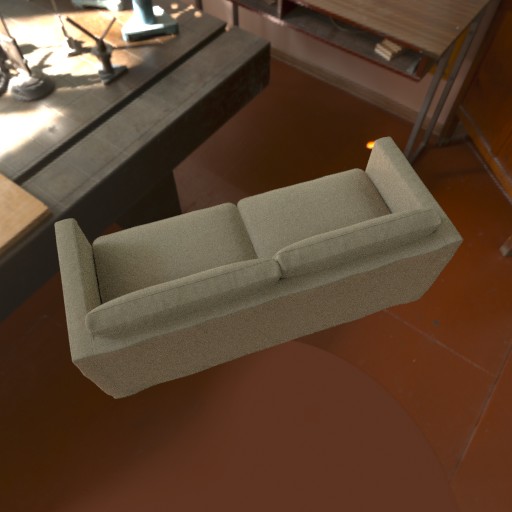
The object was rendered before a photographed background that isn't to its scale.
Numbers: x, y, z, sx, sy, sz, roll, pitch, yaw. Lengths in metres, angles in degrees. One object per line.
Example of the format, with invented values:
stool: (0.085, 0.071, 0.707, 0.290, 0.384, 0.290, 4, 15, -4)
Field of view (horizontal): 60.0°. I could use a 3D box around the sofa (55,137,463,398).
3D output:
sofa: (0.000, 0.000, 2.865, 2.296, 0.847, 0.956, -16, 59, -10)
